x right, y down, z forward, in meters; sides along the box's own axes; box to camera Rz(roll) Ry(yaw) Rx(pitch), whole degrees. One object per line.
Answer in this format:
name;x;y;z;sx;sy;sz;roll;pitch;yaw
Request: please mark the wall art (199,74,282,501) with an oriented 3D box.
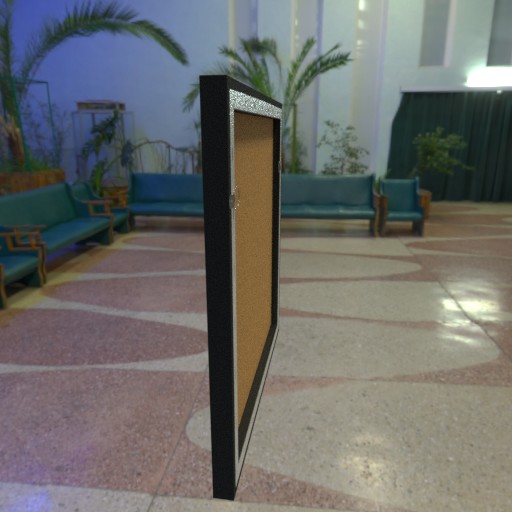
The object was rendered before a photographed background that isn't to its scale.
wall art;0.000;0.000;1.105;0.044;0.758;0.758;3;16;9
